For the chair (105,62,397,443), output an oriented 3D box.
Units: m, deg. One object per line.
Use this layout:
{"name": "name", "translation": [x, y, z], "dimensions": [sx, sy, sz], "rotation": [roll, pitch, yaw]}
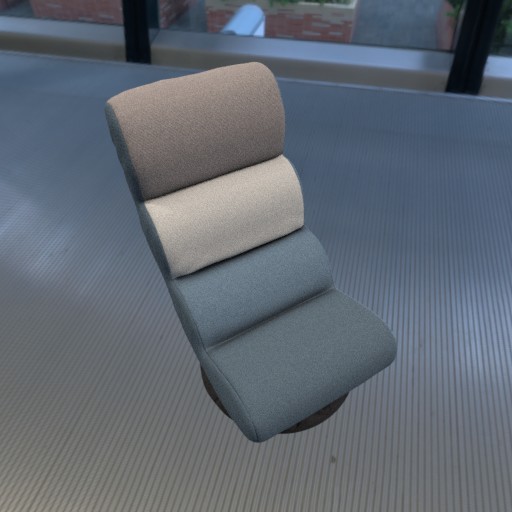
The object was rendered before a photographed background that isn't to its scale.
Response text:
{"name": "chair", "translation": [0.000, 0.000, 1.046], "dimensions": [0.420, 0.641, 0.661], "rotation": [-23, 51, -21]}
